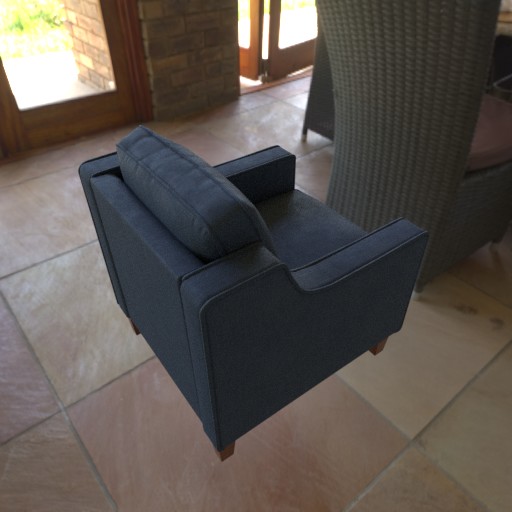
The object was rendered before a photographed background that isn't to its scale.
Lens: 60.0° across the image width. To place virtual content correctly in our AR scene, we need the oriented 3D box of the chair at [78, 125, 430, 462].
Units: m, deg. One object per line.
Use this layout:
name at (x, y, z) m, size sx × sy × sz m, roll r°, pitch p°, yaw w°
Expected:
chair at (0.000, 0.000, 1.668) m, size 0.909 × 0.960 × 0.831 m, roll -25°, pitch 46°, yaw -27°
